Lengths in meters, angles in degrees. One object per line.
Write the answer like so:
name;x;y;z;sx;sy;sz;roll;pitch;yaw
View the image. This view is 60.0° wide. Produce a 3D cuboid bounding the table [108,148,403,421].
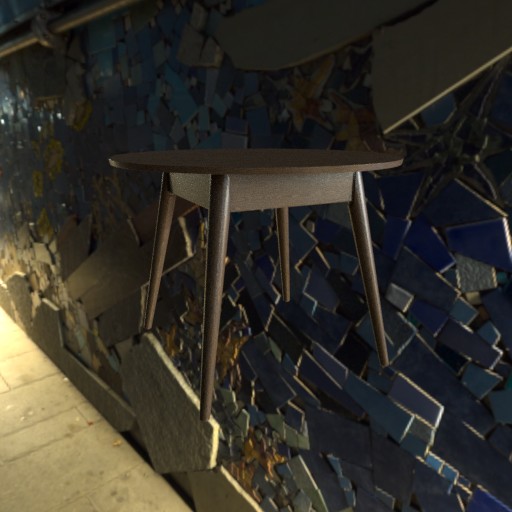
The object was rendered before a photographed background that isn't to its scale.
table;0.000;0.000;1.770;1.053;0.786;1.053;0;16;0
